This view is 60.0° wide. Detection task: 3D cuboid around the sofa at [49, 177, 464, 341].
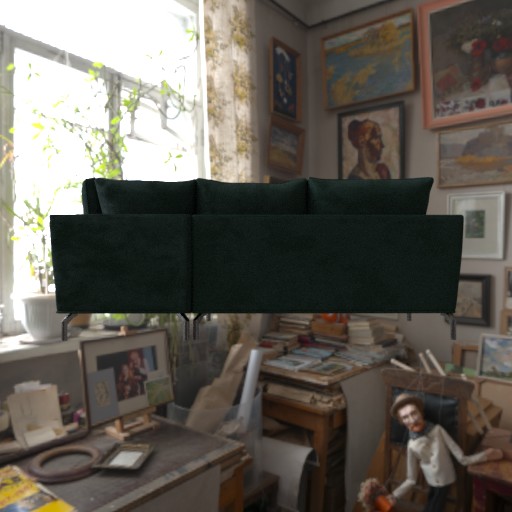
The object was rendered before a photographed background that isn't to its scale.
[{"bbox_3d":[0.000,0.000,3.830,2.468,1.004,2.452,0,0,0],"label":"sofa"}]
